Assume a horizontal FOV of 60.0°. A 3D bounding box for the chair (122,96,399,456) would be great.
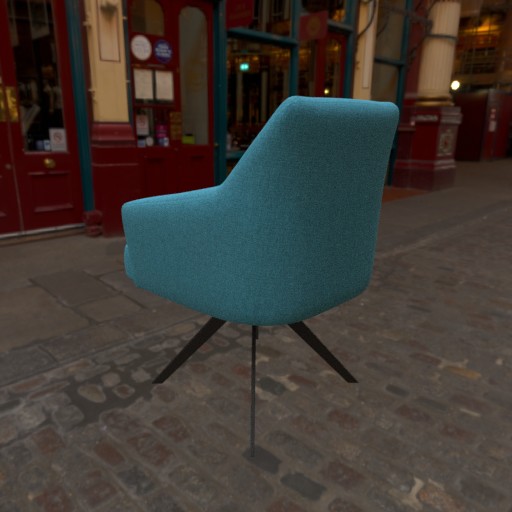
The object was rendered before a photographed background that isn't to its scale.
[{"bbox_3d":[0.000,0.000,1.340,0.642,0.874,0.677,-16,23,-42],"label":"chair"}]
